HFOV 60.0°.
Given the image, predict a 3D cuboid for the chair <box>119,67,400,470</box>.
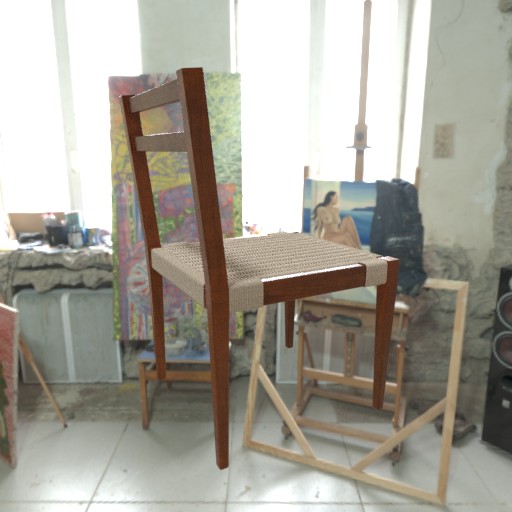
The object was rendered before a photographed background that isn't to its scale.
[{"bbox_3d":[0.000,0.000,1.213,0.569,0.851,0.495,-7,15,-28],"label":"chair"}]
